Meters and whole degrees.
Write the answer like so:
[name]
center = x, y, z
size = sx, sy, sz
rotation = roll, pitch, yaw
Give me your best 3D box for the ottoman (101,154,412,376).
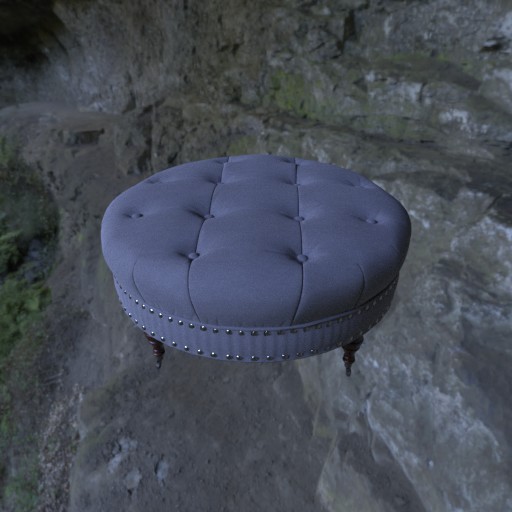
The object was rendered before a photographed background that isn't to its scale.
[ottoman]
center = 0.000, 0.000, 1.377
size = 0.901, 0.439, 0.901
rotation = 0, 30, 0
